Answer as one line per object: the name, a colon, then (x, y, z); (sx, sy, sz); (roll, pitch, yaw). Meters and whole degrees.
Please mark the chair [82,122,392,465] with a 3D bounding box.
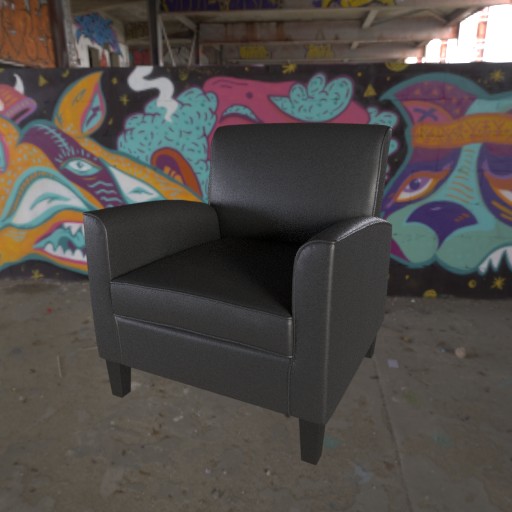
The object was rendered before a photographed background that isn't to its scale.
chair: (0.000, 0.000, 1.577); (0.820, 0.916, 0.819); (8, 18, 26)
